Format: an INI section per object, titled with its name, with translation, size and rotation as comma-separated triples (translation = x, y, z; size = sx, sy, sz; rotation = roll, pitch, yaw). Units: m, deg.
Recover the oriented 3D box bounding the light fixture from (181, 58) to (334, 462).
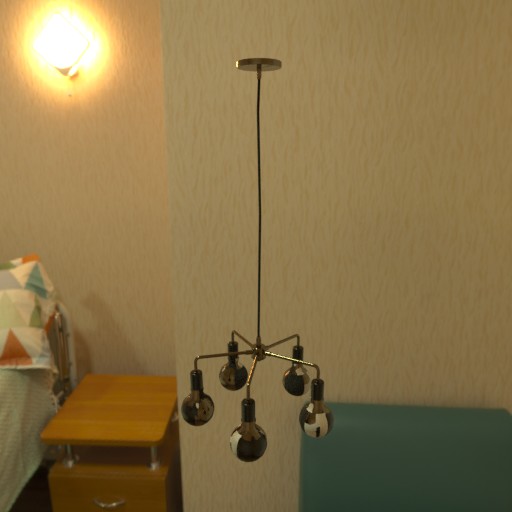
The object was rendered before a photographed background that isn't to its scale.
[light fixture]
translation = 0.000, 0.000, 1.223
size = 0.438, 0.988, 0.421
rotation = -7, 16, -26
